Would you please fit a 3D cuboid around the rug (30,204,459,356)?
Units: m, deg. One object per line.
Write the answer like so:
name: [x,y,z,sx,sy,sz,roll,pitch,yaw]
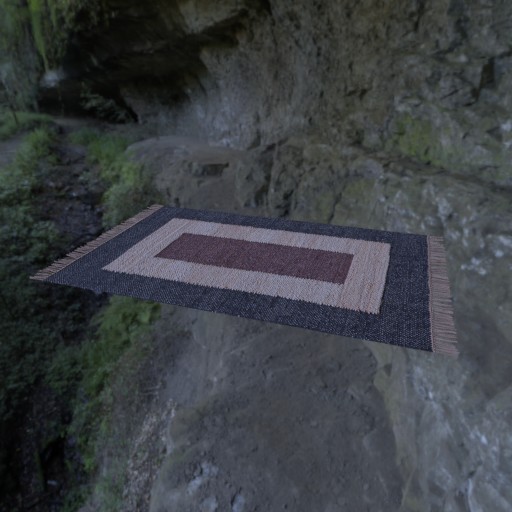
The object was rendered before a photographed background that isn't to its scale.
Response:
rug: [0.000,0.000,2.465,2.021,0.027,1.224,8,26,17]
